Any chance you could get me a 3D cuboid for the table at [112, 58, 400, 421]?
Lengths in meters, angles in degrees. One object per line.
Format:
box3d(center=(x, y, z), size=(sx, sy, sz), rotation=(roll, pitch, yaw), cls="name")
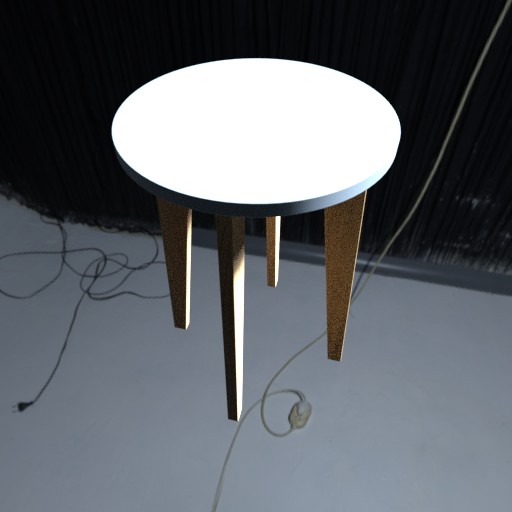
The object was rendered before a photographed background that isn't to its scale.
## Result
box3d(center=(0.000, 0.000, 0.729), size=(0.350, 0.500, 0.350), rotation=(0, 45, 0), cls="table")
